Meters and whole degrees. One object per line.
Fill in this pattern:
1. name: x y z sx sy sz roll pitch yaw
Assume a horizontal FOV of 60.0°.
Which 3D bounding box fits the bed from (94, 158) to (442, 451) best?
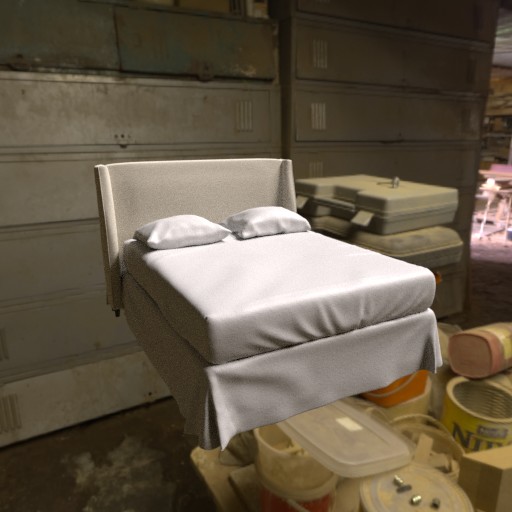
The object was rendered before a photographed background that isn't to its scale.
1. bed: 0.000 0.000 3.394 1.925 1.332 2.276 -8 17 -27
